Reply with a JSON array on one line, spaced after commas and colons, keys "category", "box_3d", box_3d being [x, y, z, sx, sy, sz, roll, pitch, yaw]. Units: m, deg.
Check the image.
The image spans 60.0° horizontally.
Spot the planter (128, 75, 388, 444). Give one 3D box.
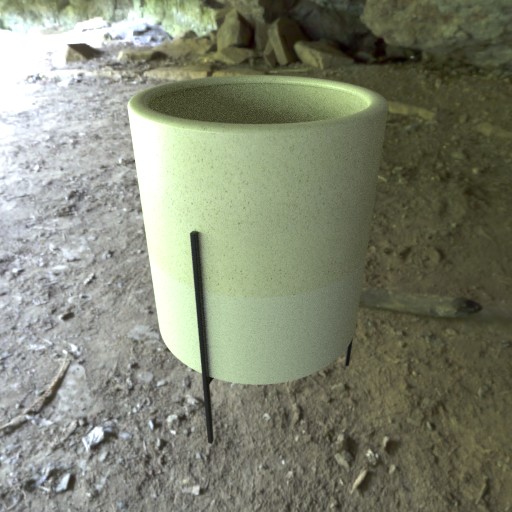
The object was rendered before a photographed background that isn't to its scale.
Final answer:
[{"category": "planter", "box_3d": [0.000, 0.000, 0.692, 0.324, 0.483, 0.333, -19, 36, -29]}]
